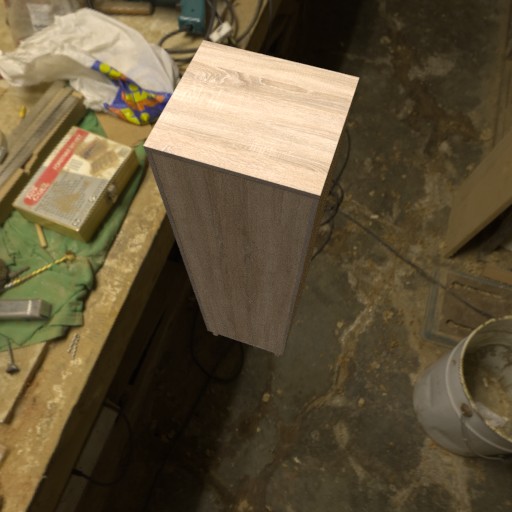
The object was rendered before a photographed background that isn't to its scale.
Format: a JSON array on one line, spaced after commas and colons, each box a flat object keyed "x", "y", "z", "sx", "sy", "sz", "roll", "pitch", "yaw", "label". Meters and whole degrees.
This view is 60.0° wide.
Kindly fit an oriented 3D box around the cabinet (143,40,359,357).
[{"x": 0.000, "y": 0.000, "z": 2.174, "sx": 0.510, "sy": 1.960, "sz": 0.450, "roll": 17, "pitch": 66, "yaw": 8, "label": "cabinet"}]
